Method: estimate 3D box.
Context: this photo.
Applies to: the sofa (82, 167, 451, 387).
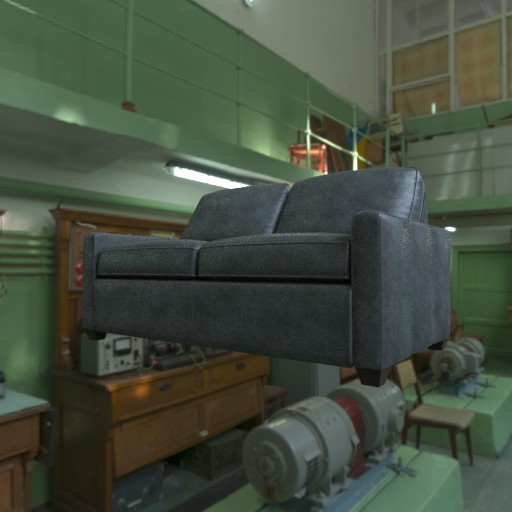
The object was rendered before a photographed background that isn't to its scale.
[{"bbox_3d":[0.000,0.000,2.320,1.732,0.916,0.939,-1,-2,36],"label":"sofa"}]
